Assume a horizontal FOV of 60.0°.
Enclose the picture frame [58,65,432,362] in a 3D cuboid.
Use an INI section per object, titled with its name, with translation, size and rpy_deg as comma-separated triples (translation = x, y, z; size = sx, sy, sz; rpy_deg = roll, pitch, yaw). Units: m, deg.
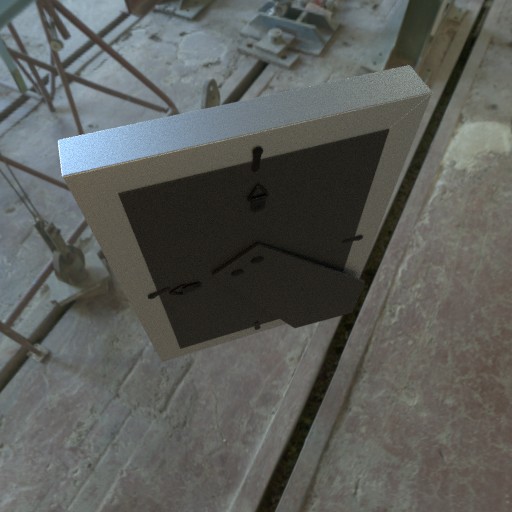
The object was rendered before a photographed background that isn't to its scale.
[picture frame]
translation = 0.000, 0.000, 0.270
size = 0.157, 0.208, 0.028
rpy_deg = -15, 59, -10
